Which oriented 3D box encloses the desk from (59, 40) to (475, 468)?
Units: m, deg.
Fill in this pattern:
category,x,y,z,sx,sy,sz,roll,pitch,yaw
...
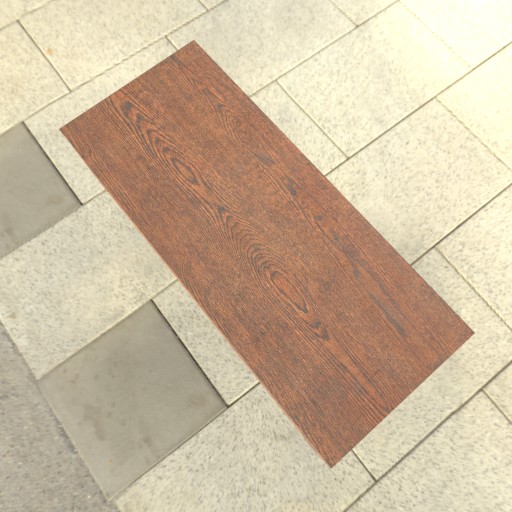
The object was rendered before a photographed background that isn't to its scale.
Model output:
category,x,y,z,sx,sy,sz,roll,pitch,yaw
desk,0.000,0.000,1.805,0.610,0.792,1.384,-39,77,-10
